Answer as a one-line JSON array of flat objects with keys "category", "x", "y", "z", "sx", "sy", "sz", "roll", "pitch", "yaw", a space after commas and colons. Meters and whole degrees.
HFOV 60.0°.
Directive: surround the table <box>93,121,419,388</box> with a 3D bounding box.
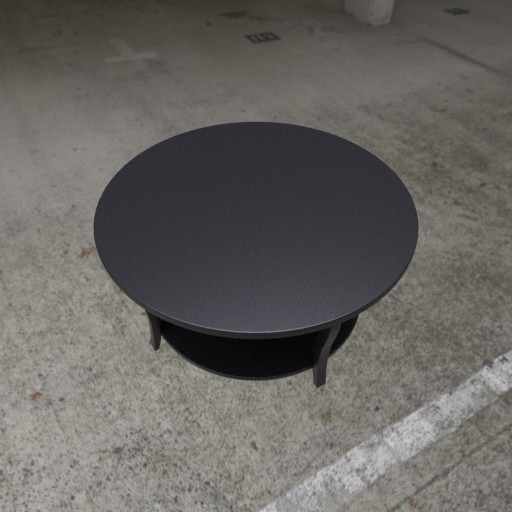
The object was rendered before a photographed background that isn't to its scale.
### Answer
[{"category": "table", "x": 0.000, "y": 0.000, "z": 1.448, "sx": 0.914, "sy": 0.457, "sz": 0.914, "roll": 0, "pitch": 46, "yaw": 0}]
